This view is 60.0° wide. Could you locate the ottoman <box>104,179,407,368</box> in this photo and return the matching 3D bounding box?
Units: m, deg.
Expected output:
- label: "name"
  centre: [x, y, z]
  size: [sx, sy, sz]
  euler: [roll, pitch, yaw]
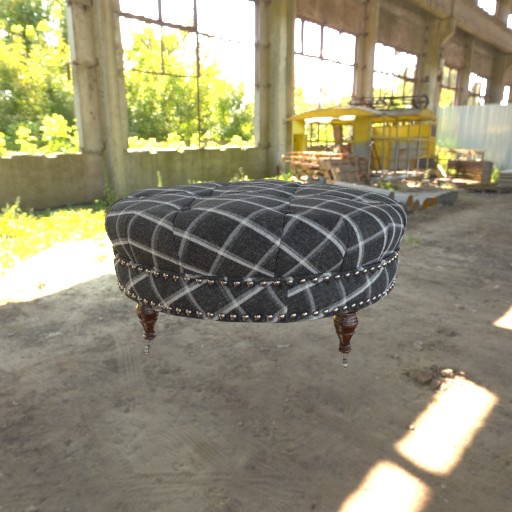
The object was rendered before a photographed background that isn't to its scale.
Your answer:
- label: "ottoman"
  centre: [0.000, 0.000, 1.397]
  size: [0.901, 0.439, 0.901]
  euler: [0, 14, 0]
